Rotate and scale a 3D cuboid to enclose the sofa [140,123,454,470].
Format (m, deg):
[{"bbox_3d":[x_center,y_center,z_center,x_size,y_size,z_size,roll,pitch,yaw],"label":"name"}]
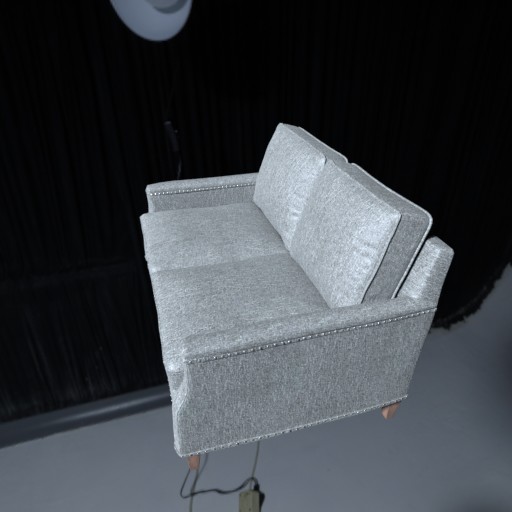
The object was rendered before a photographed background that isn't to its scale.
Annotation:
[{"bbox_3d":[0.000,0.000,2.263,1.084,1.003,1.597,-8,31,-14],"label":"sofa"}]
